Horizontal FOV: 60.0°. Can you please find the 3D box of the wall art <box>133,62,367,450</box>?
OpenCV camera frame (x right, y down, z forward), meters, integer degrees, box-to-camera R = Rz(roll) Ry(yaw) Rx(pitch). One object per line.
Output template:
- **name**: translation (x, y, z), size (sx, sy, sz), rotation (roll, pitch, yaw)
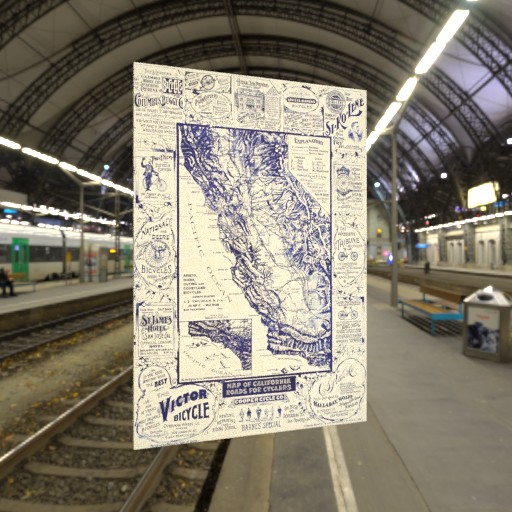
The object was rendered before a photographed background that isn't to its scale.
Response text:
- **wall art**: translation (0.000, 0.000, 0.478), size (0.255, 0.376, 0.025), rotation (0, 0, -17)
